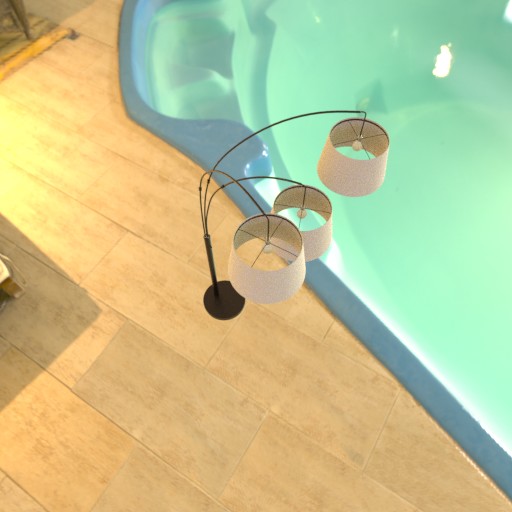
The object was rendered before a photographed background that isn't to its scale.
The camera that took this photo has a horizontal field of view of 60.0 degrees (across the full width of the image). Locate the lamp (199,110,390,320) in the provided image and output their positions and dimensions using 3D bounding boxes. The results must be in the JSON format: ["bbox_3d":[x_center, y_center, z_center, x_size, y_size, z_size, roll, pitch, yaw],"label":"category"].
[{"bbox_3d":[0.000,0.000,2.530,0.924,1.950,0.951,34,65,19],"label":"lamp"}]
